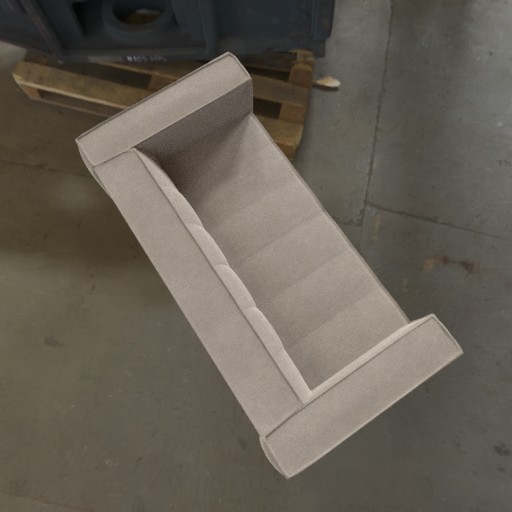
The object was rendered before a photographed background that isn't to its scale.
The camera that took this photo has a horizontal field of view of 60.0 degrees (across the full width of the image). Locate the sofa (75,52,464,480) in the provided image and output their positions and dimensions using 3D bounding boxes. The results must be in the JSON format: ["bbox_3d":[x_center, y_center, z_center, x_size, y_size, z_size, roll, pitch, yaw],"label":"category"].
[{"bbox_3d":[0.000,0.000,2.476,1.038,0.680,1.995,-33,77,-8],"label":"sofa"}]
